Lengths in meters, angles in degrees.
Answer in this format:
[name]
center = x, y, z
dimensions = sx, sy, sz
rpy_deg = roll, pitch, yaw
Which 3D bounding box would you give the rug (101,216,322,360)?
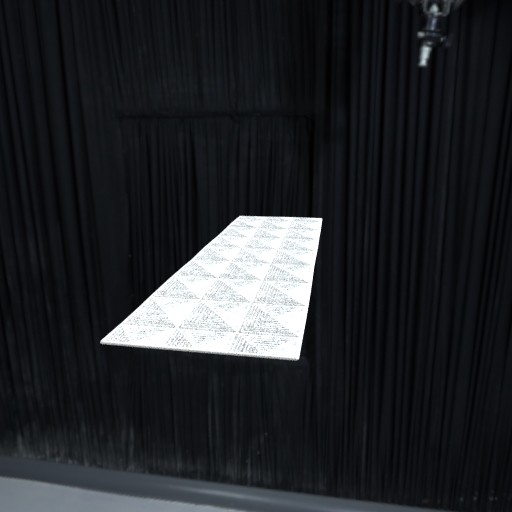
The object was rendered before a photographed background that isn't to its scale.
[rug]
center = 0.000, 0.000, 2.407
dimensions = 0.645, 0.015, 2.182
rpy_deg = 3, 16, 10
